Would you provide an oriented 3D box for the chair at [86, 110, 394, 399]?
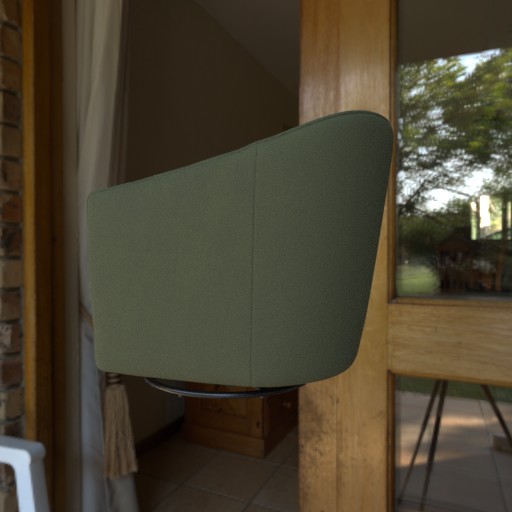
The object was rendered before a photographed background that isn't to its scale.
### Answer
[{"bbox_3d":[0.000,0.000,1.482,0.875,0.799,0.747,0,1,19],"label":"chair"}]
